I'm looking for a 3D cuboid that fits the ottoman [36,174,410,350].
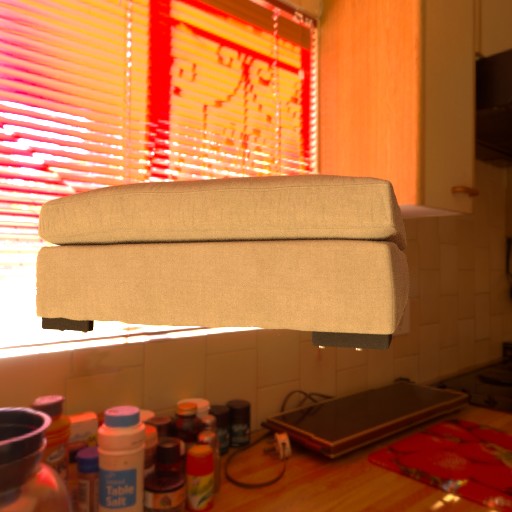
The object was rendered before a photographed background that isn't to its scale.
[{"bbox_3d":[0.000,0.000,1.814,1.171,0.517,1.203,-1,-2,20],"label":"ottoman"}]
